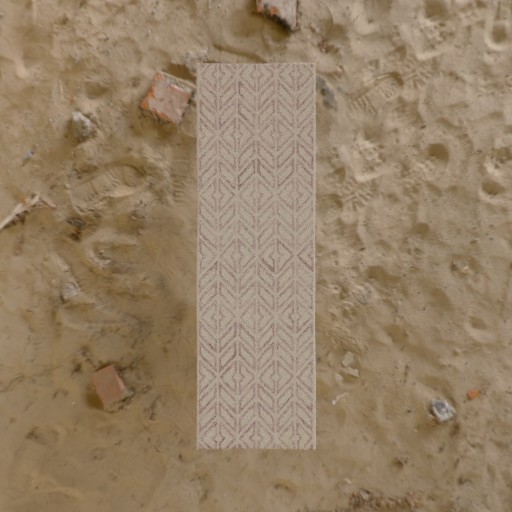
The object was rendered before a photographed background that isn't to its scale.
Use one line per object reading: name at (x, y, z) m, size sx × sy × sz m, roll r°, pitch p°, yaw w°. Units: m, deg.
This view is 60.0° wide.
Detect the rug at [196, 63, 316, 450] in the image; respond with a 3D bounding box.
rug at (0.000, 0.000, 2.792) m, size 0.750 × 0.009 × 2.435 m, roll 0°, pitch 90°, yaw 0°
